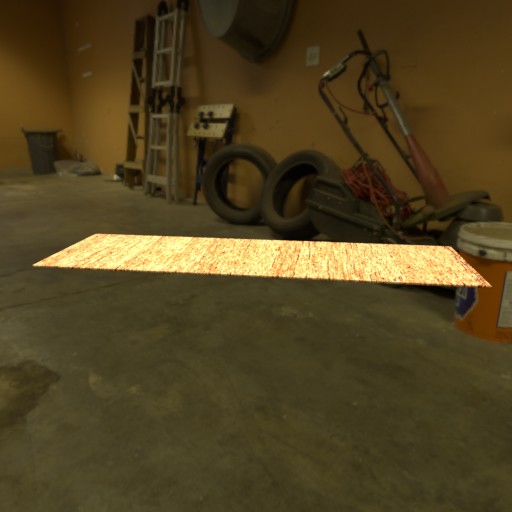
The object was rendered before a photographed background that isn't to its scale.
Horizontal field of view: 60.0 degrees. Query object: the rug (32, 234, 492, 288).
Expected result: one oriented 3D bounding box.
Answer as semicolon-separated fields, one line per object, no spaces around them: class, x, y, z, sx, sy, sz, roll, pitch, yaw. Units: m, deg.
rug;0.000;0.000;2.457;2.237;0.014;0.680;2;17;8
